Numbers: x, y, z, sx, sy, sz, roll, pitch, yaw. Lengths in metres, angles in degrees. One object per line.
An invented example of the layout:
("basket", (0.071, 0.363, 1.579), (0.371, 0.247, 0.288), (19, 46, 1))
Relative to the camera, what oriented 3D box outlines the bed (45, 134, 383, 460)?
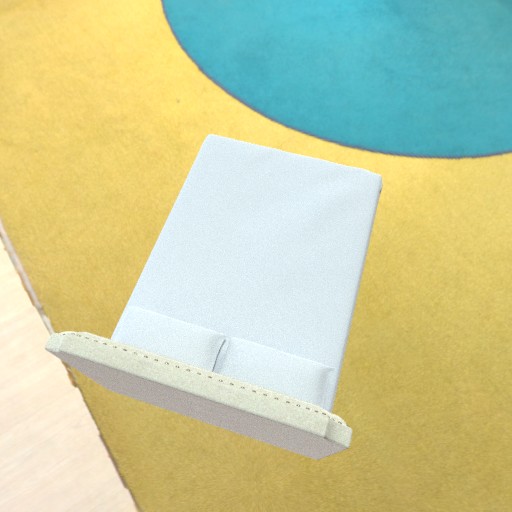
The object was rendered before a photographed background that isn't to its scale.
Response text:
("bed", (0.000, 0.000, 3.373), (1.713, 1.457, 2.381), (15, 64, 8))
